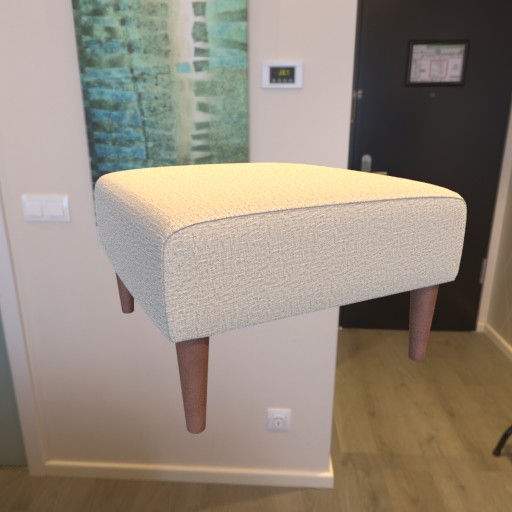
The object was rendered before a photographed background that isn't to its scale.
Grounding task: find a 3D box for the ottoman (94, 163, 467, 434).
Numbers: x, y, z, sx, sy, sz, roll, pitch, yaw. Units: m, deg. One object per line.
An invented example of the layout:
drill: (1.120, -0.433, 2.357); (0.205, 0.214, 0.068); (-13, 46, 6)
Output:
ottoman: (0.000, 0.000, 1.051); (0.649, 0.398, 0.650); (-8, 19, -26)
